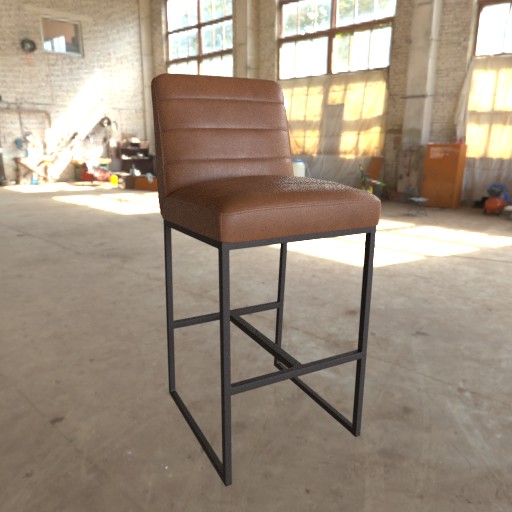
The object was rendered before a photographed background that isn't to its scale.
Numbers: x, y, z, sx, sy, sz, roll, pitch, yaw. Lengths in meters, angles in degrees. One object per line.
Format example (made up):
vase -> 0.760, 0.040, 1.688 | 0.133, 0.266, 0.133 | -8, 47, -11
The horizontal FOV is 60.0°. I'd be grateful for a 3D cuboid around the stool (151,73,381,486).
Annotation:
stool -> 0.000, 0.000, 1.305 | 0.458, 1.040, 0.556 | -8, 17, -27
